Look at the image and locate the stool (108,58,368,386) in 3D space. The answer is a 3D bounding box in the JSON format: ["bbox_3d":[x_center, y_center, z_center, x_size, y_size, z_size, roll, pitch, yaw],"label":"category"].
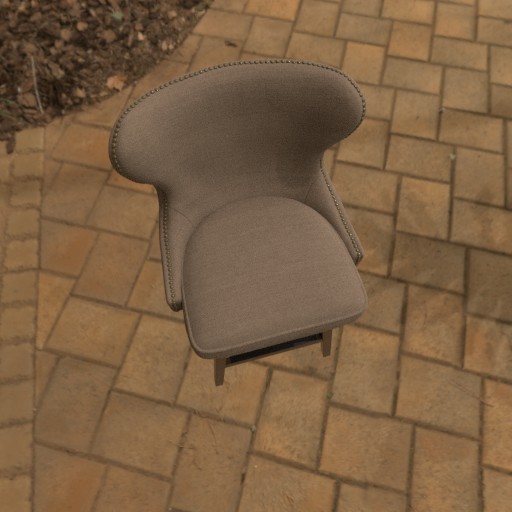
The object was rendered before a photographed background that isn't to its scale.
[{"bbox_3d":[0.000,0.000,1.360,0.615,0.972,0.597,-14,65,-6],"label":"stool"}]
